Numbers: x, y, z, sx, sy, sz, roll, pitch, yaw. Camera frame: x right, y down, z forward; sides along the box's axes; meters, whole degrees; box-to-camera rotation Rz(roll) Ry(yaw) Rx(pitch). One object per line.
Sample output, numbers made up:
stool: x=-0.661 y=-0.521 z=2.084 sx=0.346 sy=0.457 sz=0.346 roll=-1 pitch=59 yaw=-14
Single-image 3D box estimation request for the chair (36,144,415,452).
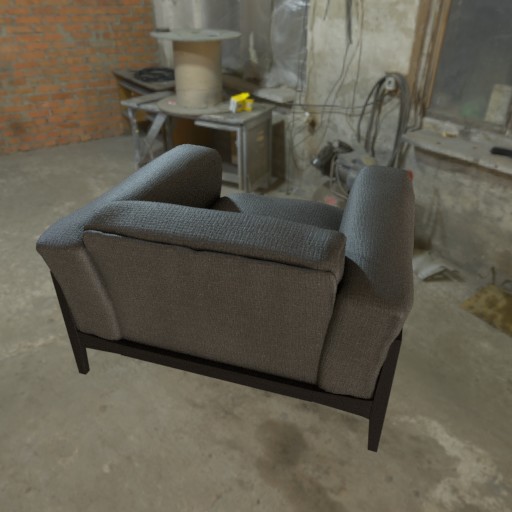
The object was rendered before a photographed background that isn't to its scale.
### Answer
chair: x=0.000 y=0.000 z=1.632 sx=1.056 sy=0.646 sz=0.969 roll=9 pitch=32 yaw=15
